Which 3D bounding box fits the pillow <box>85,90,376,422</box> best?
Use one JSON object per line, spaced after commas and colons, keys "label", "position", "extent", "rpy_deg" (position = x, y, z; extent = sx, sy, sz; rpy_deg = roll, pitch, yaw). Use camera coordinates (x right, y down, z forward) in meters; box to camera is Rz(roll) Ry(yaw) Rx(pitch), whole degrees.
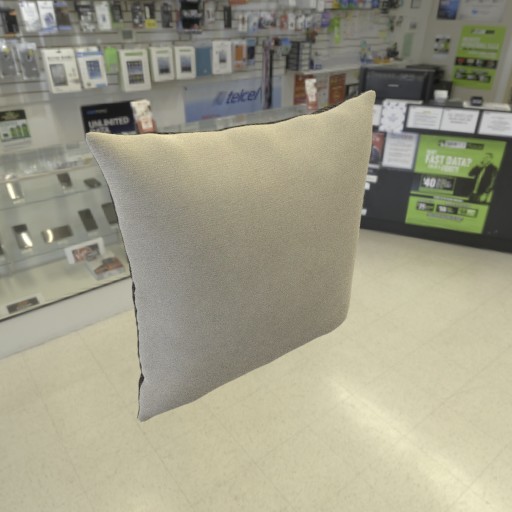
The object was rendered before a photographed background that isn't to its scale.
{"label": "pillow", "position": [0.000, 0.000, 0.665], "extent": [0.433, 0.434, 0.196], "rpy_deg": [-19, 35, -30]}
